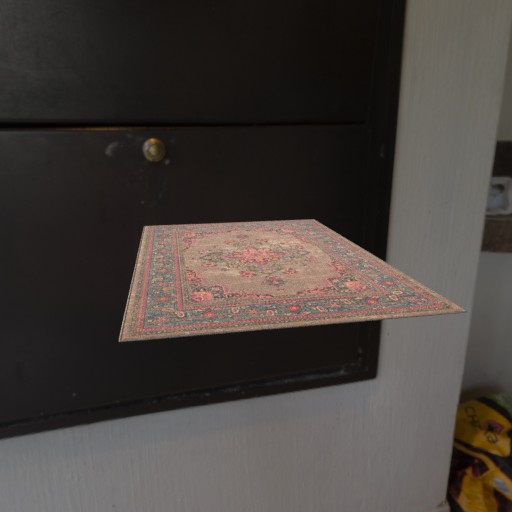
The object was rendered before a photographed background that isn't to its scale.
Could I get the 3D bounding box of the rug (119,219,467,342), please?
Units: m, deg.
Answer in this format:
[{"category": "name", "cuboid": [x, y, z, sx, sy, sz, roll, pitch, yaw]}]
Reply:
[{"category": "rug", "cuboid": [0.000, 0.000, 3.819, 2.005, 0.013, 2.890, -3, 16, -11]}]
